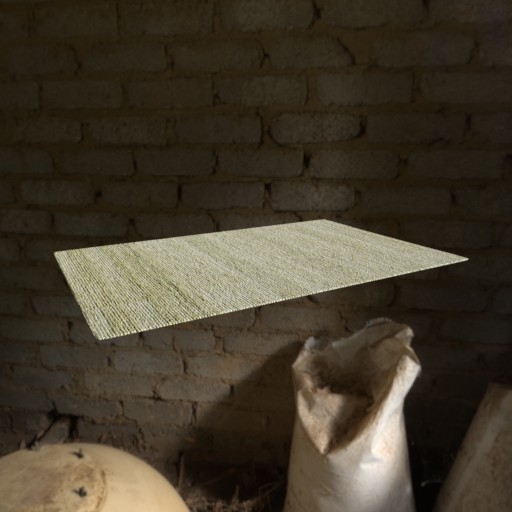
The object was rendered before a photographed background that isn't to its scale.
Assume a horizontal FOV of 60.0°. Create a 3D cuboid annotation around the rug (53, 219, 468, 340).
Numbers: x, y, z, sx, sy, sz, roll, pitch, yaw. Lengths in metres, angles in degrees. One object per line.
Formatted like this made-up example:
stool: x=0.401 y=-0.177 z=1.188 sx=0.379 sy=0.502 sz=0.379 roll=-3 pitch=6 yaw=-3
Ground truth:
rug: x=0.000 y=0.000 z=2.222 sx=1.758 sy=0.010 sz=1.143 roll=-9 pitch=18 yaw=-28
